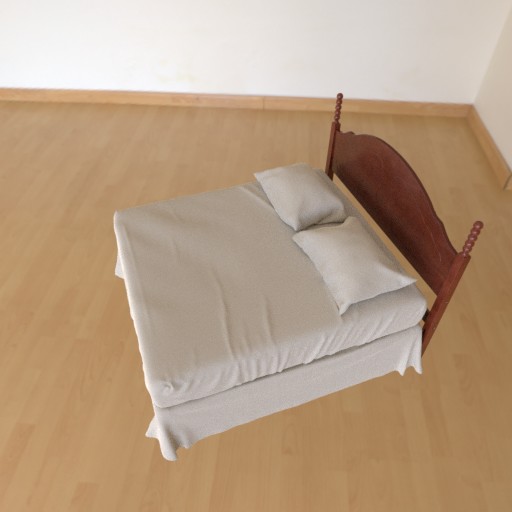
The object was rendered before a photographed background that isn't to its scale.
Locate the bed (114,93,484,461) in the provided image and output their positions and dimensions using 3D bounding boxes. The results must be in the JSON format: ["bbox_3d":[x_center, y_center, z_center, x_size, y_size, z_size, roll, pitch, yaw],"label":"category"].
[{"bbox_3d":[0.000,0.000,3.133,2.040,1.356,1.873,-15,47,-14],"label":"bed"}]
